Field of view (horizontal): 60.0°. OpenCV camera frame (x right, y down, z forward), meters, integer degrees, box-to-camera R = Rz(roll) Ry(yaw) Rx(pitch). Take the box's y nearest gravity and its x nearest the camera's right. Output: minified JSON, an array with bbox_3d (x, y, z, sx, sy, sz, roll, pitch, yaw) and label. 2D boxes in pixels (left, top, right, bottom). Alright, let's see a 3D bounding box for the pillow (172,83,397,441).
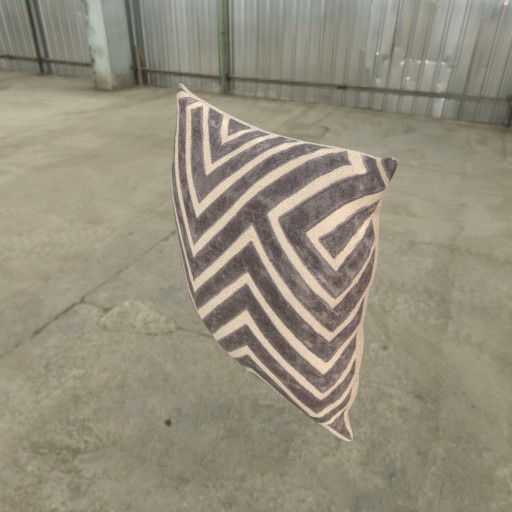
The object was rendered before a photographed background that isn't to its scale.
[{"bbox_3d":[0.000,0.000,0.677,0.182,0.441,0.440,-21,37,-31],"label":"pillow"}]
